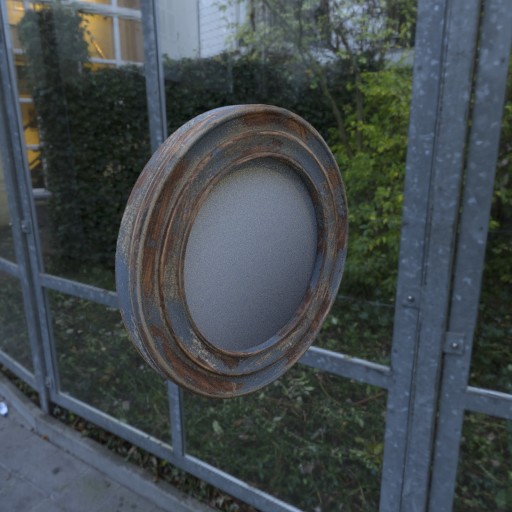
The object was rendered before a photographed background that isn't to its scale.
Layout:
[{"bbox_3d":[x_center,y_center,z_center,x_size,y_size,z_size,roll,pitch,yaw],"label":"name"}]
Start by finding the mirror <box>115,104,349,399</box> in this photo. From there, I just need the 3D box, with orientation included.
[{"bbox_3d":[0.000,0.000,0.903,0.585,0.585,0.061,-14,20,-43],"label":"mirror"}]
